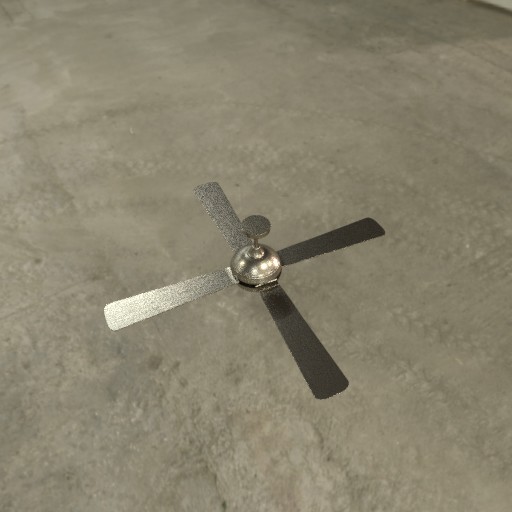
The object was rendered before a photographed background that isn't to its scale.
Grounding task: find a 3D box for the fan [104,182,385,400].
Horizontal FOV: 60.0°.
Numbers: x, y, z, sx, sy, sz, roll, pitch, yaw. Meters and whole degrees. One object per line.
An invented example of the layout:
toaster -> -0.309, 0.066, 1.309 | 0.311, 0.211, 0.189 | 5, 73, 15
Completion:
fan -> 0.000, 0.000, 1.994 | 1.321, 0.381, 1.321 | -3, 47, -3
